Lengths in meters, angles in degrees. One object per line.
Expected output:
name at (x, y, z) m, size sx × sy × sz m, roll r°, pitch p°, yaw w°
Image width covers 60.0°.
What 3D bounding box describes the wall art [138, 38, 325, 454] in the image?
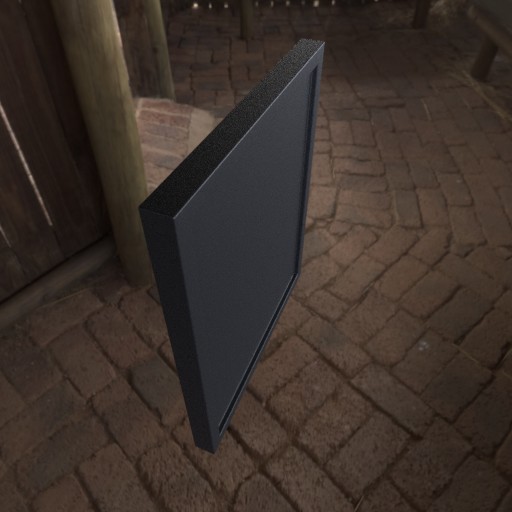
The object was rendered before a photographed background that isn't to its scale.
wall art at (0.000, 0.000, 0.523) m, size 0.028 × 0.381 × 0.328 m, roll 17°, pitch 47°, yaw 16°
